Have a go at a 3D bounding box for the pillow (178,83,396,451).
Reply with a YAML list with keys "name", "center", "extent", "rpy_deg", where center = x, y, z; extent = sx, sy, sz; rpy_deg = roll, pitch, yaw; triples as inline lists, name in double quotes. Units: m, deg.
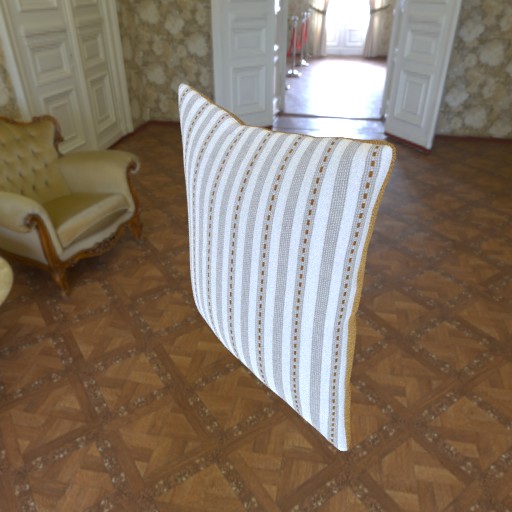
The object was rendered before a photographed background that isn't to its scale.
- name: "pillow"
  center: [0.000, 0.000, 0.661]
  extent: [0.147, 0.437, 0.432]
  rpy_deg: [-20, 36, -30]
